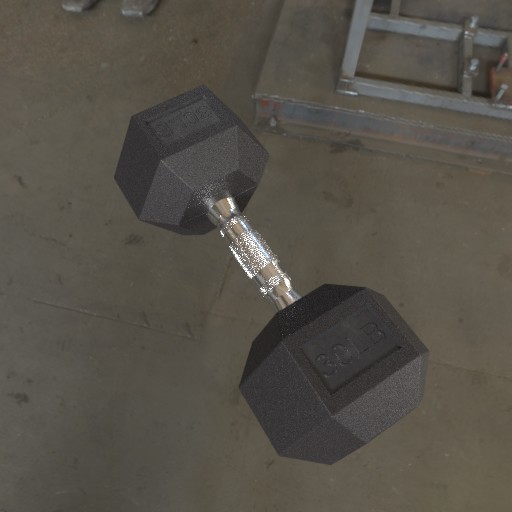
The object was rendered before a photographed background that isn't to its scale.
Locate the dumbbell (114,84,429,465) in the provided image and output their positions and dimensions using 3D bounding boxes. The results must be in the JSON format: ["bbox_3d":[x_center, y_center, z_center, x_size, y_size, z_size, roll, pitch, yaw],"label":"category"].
[{"bbox_3d":[0.000,0.000,0.387,0.142,0.123,0.337,-29,67,-14],"label":"dumbbell"}]
